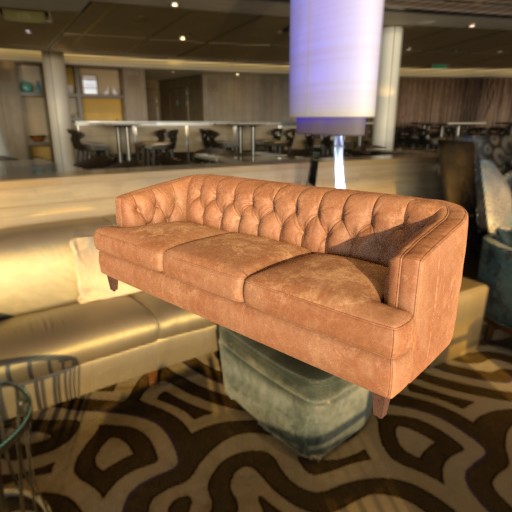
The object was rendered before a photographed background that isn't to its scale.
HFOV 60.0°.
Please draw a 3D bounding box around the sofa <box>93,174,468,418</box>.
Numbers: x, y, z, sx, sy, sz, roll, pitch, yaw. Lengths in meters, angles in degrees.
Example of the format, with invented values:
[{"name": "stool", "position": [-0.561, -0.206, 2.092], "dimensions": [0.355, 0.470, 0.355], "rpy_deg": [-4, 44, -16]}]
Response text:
[{"name": "sofa", "position": [0.000, 0.000, 2.639], "dimensions": [2.257, 0.791, 0.922], "rpy_deg": [15, 22, 41]}]
